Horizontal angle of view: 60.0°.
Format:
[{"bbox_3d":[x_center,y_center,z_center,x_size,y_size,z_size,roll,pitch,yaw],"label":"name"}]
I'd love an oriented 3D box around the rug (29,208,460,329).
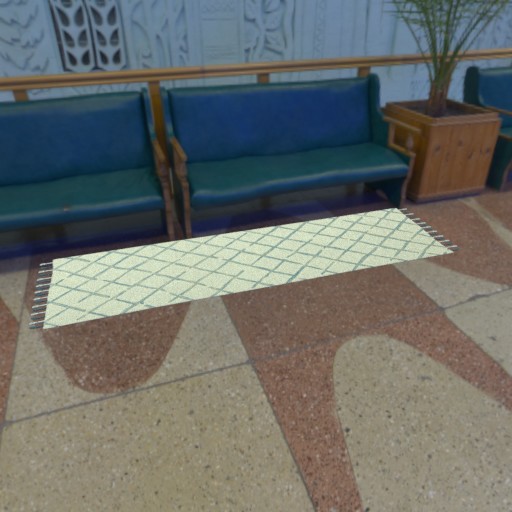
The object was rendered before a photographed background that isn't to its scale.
[{"bbox_3d":[0.000,0.000,2.566,2.372,0.008,0.620,-9,33,-15],"label":"rug"}]
